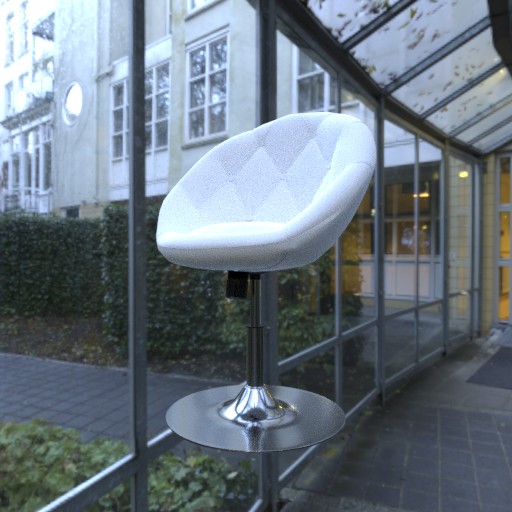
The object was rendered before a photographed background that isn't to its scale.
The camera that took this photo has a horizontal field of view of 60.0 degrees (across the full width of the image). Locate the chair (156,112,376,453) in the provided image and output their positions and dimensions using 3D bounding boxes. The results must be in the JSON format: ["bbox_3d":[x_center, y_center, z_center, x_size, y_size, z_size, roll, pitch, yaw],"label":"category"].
[{"bbox_3d":[0.000,0.000,1.765,0.940,1.261,0.736,1,1,36],"label":"chair"}]
